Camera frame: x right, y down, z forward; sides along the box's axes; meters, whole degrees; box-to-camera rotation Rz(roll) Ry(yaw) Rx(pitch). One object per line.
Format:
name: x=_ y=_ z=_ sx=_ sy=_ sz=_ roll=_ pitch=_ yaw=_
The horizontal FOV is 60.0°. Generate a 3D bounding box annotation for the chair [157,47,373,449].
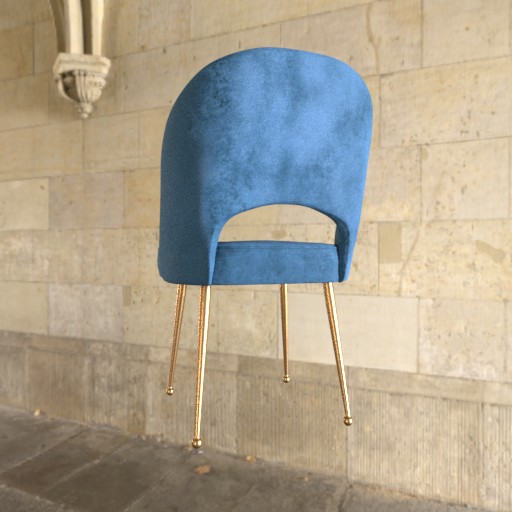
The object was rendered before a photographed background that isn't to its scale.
chair: x=0.000 y=0.000 z=1.193 sx=0.527 sy=0.860 sz=0.577 roll=0 pitch=1 yaw=-20
